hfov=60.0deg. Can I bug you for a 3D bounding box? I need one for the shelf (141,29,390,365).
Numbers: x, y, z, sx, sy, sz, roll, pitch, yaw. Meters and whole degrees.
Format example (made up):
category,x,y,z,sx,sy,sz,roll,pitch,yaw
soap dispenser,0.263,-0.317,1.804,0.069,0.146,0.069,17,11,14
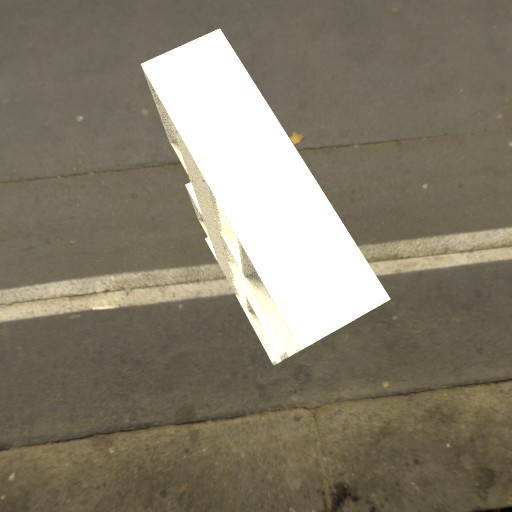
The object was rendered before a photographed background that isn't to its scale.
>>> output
category,x,y,z,sx,sy,sz,roll,pitch,yaw
shelf,0.000,0.000,1.947,0.250,1.650,0.890,-28,77,-7
